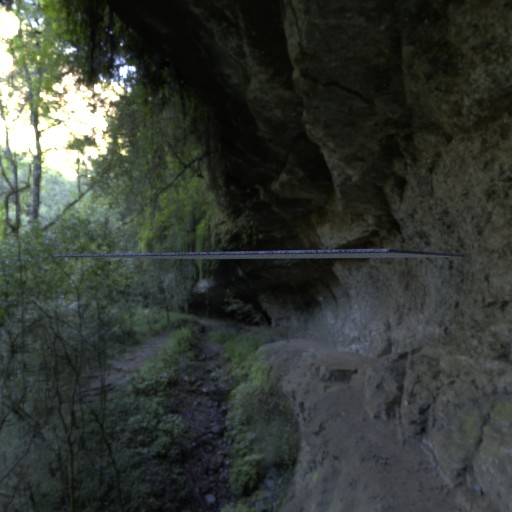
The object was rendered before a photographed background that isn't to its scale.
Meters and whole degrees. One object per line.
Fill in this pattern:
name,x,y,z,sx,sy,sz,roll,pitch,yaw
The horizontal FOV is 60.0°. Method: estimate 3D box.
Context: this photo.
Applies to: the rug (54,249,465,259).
rug,0.000,0.000,2.238,1.752,0.013,1.158,-1,-1,35
